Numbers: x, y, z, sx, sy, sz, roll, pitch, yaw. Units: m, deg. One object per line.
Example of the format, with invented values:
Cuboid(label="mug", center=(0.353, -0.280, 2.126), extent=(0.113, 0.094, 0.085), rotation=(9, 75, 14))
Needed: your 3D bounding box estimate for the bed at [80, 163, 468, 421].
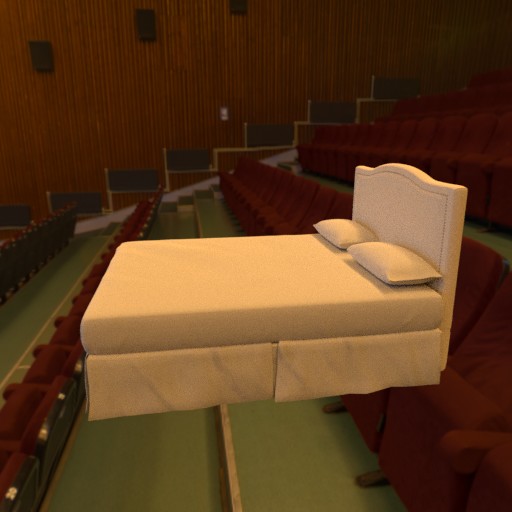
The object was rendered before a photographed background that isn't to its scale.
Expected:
Cuboid(label="bed", center=(0.000, 0.000, 3.600), extent=(2.477, 1.437, 1.977), rotation=(-3, 16, -9))
